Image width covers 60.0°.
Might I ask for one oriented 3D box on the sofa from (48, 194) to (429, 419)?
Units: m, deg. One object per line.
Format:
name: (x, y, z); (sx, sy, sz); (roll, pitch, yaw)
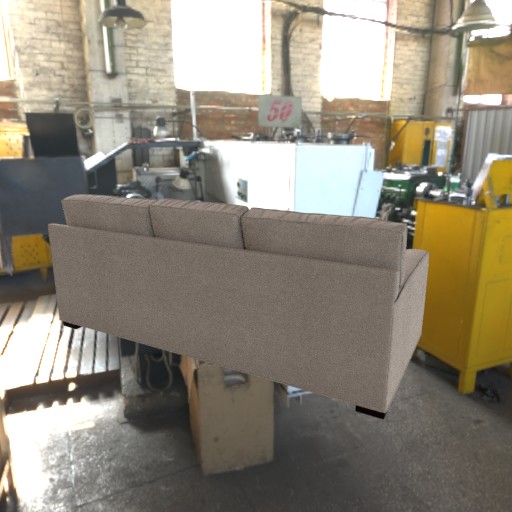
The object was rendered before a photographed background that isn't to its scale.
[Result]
sofa: (0.000, 0.000, 2.900); (2.087, 0.861, 1.496); (8, 17, 28)
